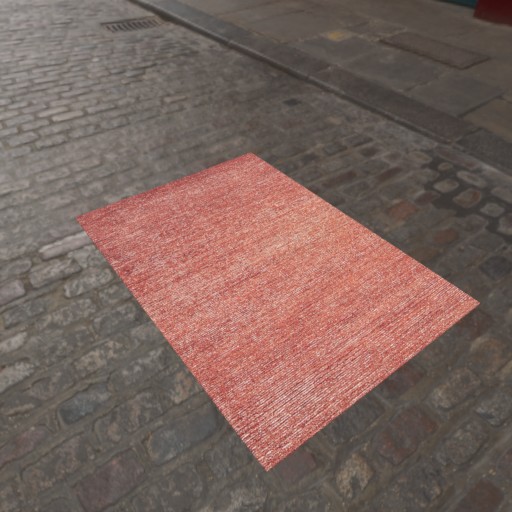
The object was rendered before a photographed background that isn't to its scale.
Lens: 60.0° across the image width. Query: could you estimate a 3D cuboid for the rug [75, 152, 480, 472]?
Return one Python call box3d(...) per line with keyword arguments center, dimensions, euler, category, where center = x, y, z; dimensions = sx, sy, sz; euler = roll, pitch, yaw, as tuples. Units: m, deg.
box3d(center=(0.000, 0.000, 5.111), dimensions=(2.803, 0.025, 3.965), euler=(-27, 48, -27), category="rug")
